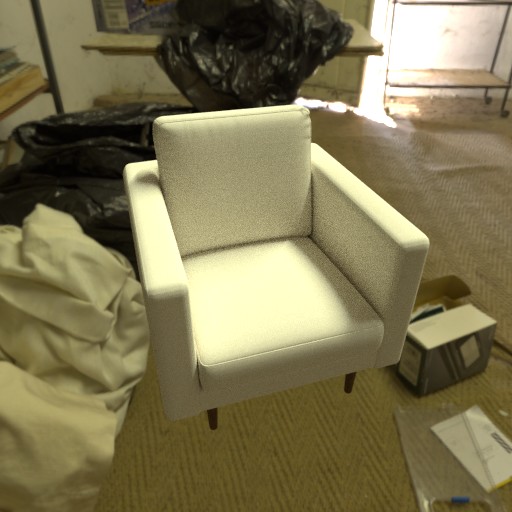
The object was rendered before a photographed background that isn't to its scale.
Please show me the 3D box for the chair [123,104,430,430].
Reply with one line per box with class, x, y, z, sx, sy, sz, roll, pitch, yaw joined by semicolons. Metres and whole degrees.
chair;0.000;0.000;1.619;0.831;0.899;0.879;-10;35;-14
